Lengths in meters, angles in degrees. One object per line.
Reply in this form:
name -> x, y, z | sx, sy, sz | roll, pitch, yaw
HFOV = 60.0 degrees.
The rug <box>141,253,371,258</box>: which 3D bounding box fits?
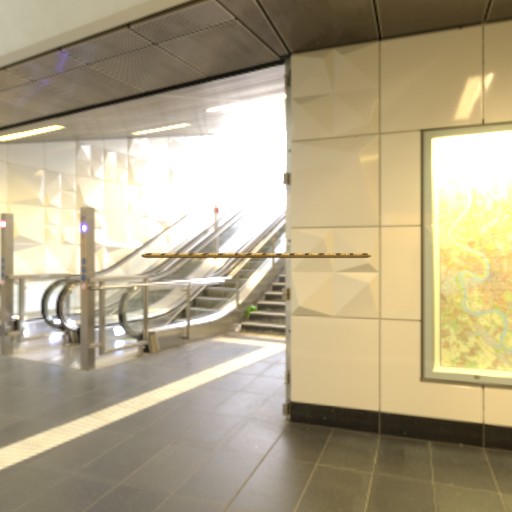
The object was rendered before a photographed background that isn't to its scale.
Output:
rug -> 0.000, 0.000, 2.693 | 0.773, 0.020, 2.439 | 0, 0, 0
